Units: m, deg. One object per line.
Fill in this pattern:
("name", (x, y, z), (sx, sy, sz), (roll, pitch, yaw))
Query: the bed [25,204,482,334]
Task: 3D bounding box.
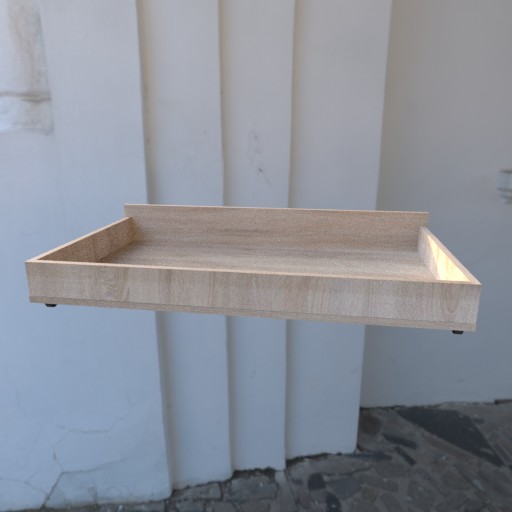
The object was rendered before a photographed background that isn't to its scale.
("bed", (0.000, 0.000, 1.468), (1.200, 0.209, 0.685), (3, 16, 9))
